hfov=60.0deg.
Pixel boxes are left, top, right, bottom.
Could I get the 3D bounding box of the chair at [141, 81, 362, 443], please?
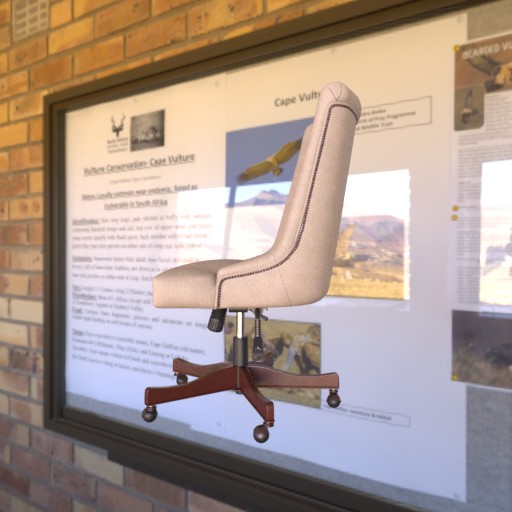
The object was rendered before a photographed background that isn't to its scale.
[{"bbox_3d":[0.000,0.000,1.498,0.696,1.010,0.645,0,0,0],"label":"chair"}]
